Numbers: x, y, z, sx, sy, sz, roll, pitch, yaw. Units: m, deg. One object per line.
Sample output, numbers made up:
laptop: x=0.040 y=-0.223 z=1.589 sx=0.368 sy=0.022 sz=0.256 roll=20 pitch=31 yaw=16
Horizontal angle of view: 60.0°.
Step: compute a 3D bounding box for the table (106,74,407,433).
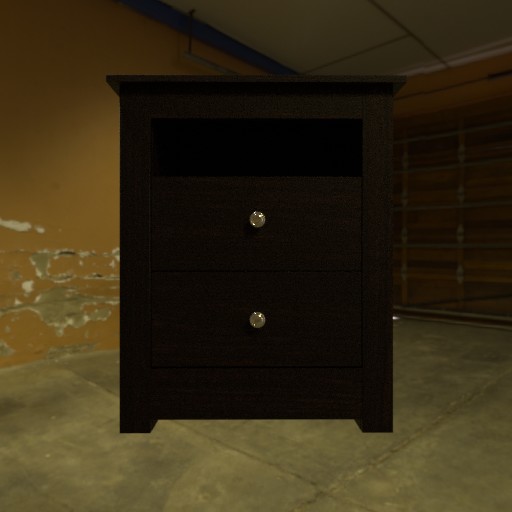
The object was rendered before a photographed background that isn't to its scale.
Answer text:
table: x=0.000 y=0.000 z=1.070 sx=0.591 sy=0.711 sz=0.406 roll=0 pitch=0 yaw=0
